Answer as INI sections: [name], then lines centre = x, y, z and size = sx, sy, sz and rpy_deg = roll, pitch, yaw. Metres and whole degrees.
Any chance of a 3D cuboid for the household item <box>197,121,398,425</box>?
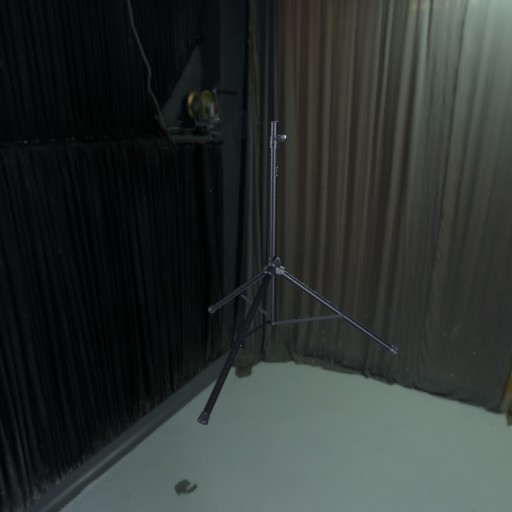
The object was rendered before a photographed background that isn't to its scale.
[household item]
centre = 0.000, 0.000, 2.750
size = 1.596, 1.595, 1.339
rpy_deg = 9, 20, 27
